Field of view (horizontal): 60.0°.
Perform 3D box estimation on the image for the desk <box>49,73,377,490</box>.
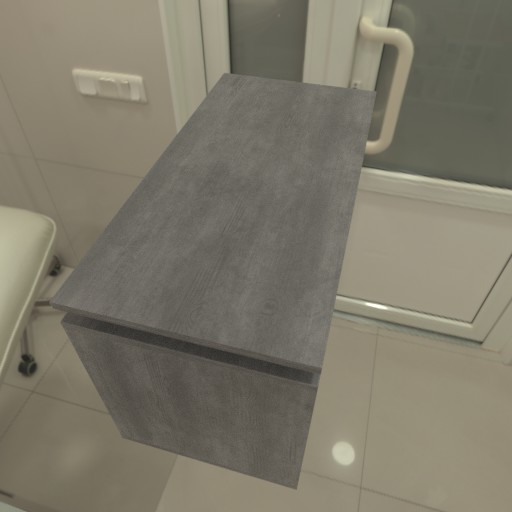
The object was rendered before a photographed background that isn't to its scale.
[{"bbox_3d":[0.000,0.000,1.576,0.600,0.740,1.200,11,47,11],"label":"desk"}]
